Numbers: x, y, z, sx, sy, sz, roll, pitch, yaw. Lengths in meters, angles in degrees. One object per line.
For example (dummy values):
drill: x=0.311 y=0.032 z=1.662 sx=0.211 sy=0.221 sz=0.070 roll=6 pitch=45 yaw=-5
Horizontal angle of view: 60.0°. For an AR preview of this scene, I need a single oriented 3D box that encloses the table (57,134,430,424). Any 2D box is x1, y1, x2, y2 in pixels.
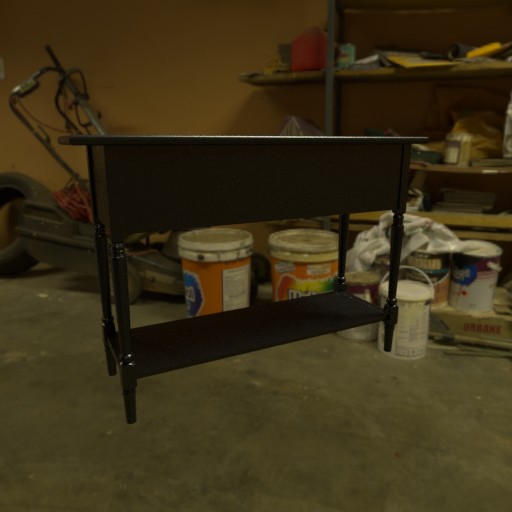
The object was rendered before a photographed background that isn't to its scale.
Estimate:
table: x=0.000 y=0.000 z=1.575 sx=1.191 sy=0.819 sz=0.386 roll=-7 pitch=16 yaw=-26
